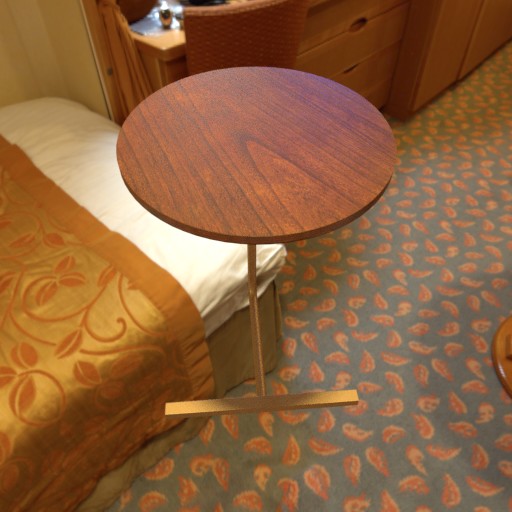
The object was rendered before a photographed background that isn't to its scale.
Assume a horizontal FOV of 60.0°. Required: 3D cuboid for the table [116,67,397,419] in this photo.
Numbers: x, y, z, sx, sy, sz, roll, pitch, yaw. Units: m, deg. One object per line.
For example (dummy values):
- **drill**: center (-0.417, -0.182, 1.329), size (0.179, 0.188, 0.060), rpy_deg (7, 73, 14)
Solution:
- **table**: center (0.000, 0.000, 1.120), size (0.530, 0.706, 0.577), rpy_deg (-3, 47, -3)
